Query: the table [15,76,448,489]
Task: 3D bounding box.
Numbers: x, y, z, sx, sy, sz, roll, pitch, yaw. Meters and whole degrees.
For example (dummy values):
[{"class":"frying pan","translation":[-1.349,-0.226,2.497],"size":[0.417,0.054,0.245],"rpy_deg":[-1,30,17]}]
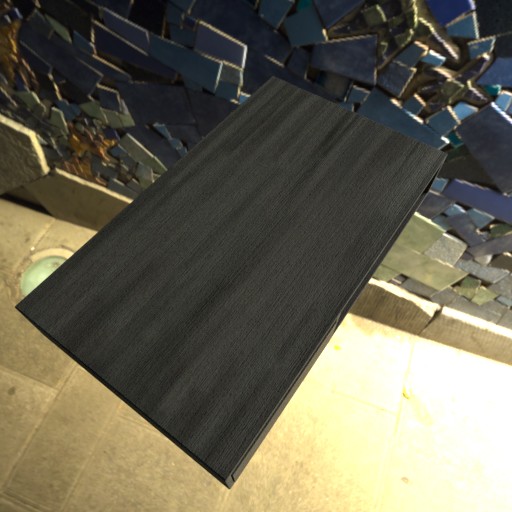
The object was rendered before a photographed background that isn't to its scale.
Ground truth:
[{"class":"table","translation":[0.000,0.000,1.341],"size":[0.643,0.347,1.088],"rpy_deg":[31,63,18]}]
